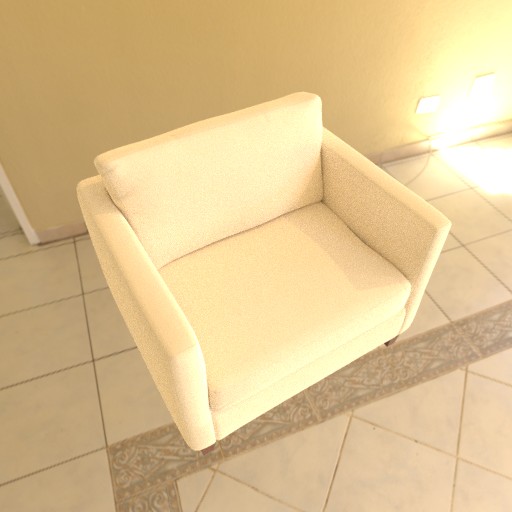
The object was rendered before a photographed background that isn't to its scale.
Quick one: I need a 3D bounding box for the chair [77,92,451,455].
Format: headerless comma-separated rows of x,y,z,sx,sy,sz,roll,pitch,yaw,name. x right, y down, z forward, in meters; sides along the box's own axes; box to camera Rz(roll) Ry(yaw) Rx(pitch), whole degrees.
0.000,0.000,1.669,1.019,0.885,0.878,-23,50,-21,chair
